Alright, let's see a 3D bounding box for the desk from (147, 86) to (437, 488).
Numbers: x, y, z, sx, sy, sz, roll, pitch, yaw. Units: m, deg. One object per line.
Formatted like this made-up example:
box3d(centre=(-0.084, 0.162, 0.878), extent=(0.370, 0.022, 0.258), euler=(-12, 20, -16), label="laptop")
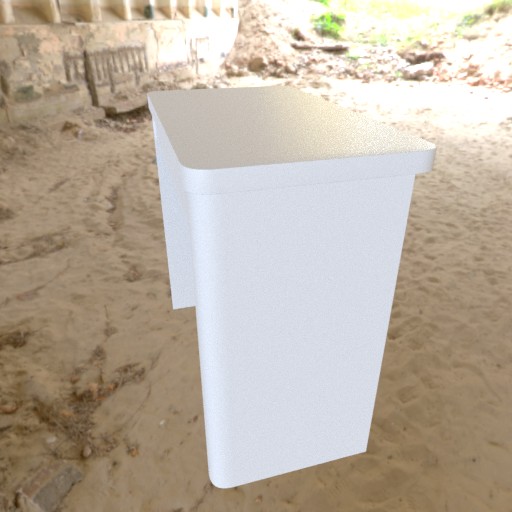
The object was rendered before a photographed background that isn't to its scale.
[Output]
box3d(centre=(0.000, 0.000, 1.211), extent=(0.446, 0.760, 0.790), euler=(-8, 30, -14), label="desk")
